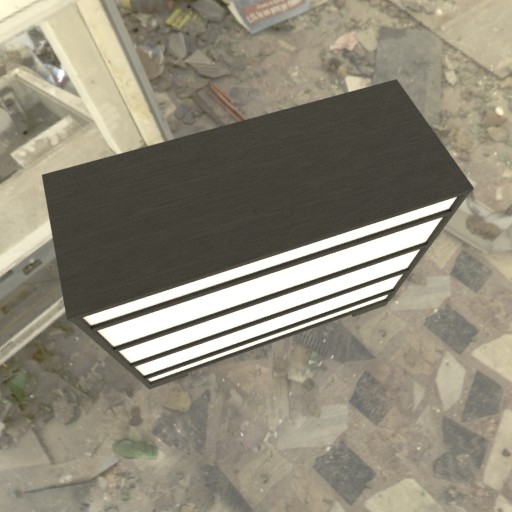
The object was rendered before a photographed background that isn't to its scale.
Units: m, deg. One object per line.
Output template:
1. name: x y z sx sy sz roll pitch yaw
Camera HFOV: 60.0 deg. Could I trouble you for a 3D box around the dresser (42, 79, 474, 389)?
1. dresser: 0.000 0.000 1.460 0.994 0.816 0.404 -18 64 -9
